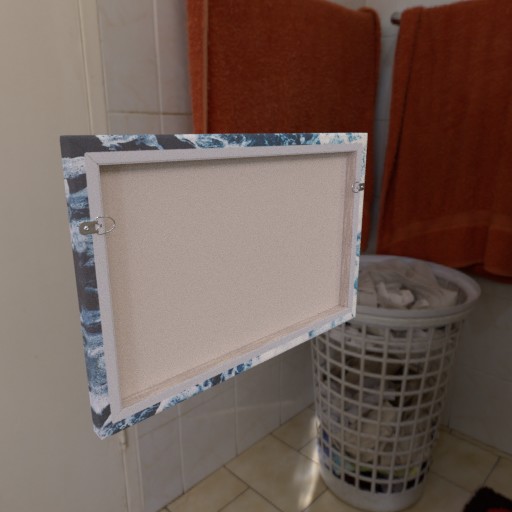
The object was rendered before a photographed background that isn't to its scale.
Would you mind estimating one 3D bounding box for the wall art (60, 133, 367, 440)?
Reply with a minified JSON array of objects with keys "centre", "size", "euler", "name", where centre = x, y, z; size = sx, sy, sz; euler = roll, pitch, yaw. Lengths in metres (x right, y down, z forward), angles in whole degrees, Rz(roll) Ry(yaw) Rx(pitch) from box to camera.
[{"centre":[0.000,0.000,1.149],"size":[0.915,0.610,0.042],"euler":[-15,21,-42],"name":"wall art"}]
